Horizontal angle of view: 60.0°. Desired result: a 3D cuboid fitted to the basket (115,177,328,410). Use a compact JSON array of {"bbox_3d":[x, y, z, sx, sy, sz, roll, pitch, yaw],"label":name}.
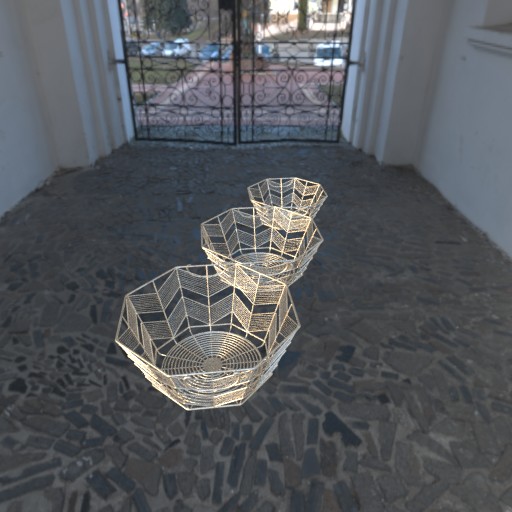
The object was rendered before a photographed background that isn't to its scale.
[{"bbox_3d":[0.000,0.000,1.410,0.432,0.178,1.246,8,32,13],"label":"basket"}]
